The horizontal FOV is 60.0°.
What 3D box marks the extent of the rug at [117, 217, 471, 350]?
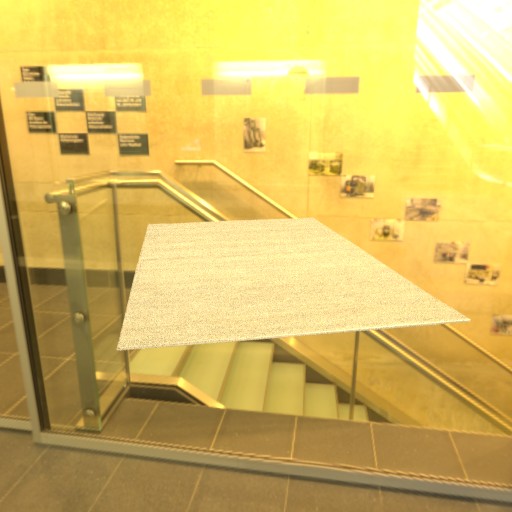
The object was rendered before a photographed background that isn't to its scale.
[{"bbox_3d":[0.000,0.000,2.280,1.179,0.022,1.820,-3,16,-10],"label":"rug"}]
